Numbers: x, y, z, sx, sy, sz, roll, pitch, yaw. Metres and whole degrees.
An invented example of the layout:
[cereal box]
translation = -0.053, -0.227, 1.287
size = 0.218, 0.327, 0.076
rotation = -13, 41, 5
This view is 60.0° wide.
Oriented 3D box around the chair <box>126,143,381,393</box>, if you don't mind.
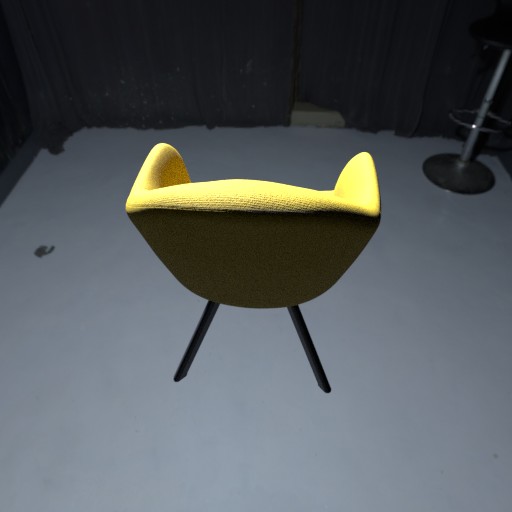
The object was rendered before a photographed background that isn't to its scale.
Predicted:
[chair]
translation = 0.000, 0.000, 1.209
size = 0.590, 0.795, 0.550
rotation = 3, 46, 3
